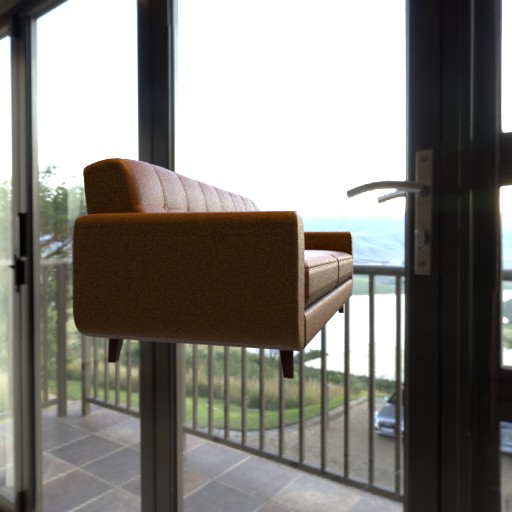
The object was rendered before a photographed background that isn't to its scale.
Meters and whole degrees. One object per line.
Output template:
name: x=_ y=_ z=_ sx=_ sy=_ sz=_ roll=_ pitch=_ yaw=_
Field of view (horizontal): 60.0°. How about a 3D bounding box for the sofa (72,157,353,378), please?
sofa: x=0.000 y=0.000 z=2.655 sx=0.980 sy=0.892 sz=2.137 roll=0 pitch=1 yaw=17
